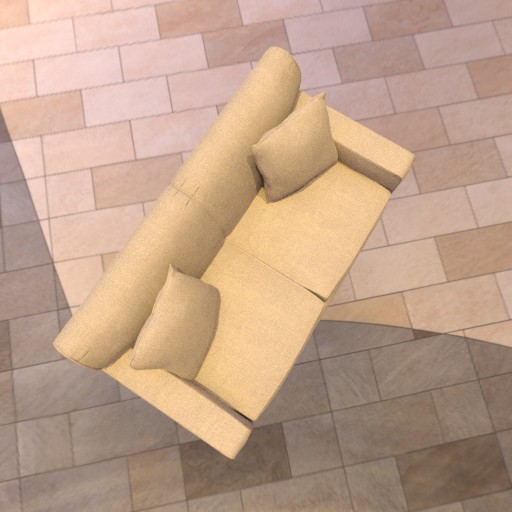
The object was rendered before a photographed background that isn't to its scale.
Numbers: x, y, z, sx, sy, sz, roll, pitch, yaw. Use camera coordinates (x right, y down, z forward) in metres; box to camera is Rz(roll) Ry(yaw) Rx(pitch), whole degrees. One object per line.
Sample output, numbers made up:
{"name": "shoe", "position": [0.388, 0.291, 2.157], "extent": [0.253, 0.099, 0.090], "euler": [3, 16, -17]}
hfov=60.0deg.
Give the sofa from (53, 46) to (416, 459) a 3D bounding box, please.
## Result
{"name": "sofa", "position": [0.000, 0.000, 2.457], "extent": [0.998, 0.958, 1.846], "euler": [32, 79, 7]}
